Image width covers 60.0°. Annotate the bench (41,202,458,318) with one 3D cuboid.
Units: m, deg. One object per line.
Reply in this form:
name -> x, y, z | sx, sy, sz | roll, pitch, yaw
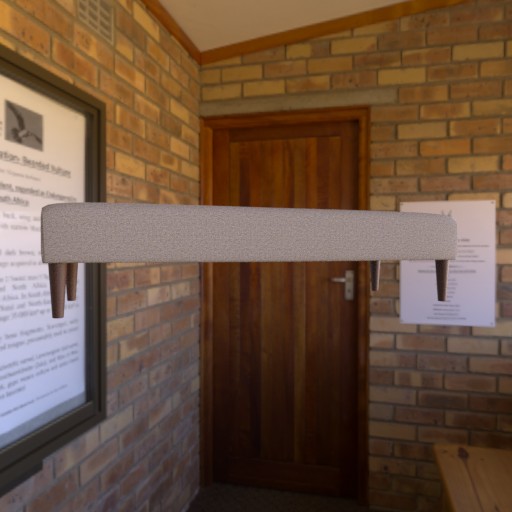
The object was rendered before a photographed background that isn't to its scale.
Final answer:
bench -> 0.000, 0.000, 1.892 | 1.598, 0.383, 0.631 | 0, 1, -18
